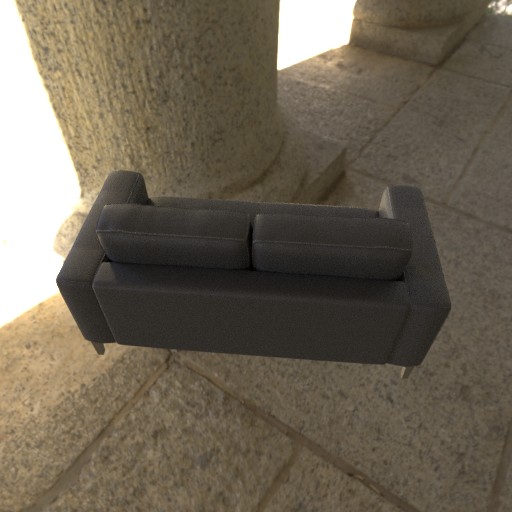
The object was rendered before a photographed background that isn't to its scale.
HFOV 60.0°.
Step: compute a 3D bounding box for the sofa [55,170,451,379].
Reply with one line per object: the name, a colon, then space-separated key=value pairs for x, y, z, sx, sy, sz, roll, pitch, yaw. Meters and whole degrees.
sofa: x=0.000 y=0.000 z=2.275 sx=1.726 sy=0.892 sz=0.833 roll=4 pitch=47 yaw=3
